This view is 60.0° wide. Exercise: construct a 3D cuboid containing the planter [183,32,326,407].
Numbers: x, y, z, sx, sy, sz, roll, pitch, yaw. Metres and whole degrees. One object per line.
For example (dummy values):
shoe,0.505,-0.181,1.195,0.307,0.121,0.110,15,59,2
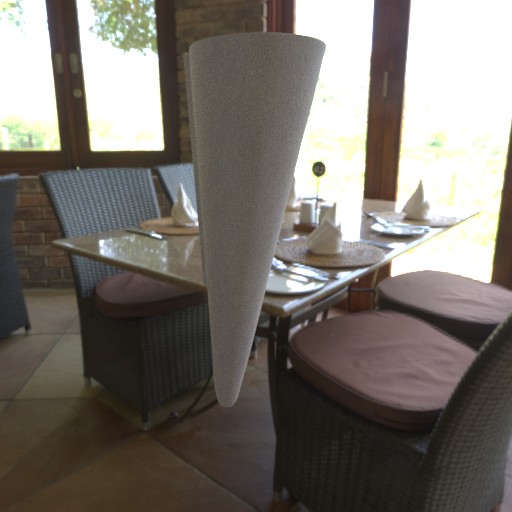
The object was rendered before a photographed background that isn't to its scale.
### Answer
planter,0.000,0.000,0.300,0.087,0.259,0.078,14,20,42
